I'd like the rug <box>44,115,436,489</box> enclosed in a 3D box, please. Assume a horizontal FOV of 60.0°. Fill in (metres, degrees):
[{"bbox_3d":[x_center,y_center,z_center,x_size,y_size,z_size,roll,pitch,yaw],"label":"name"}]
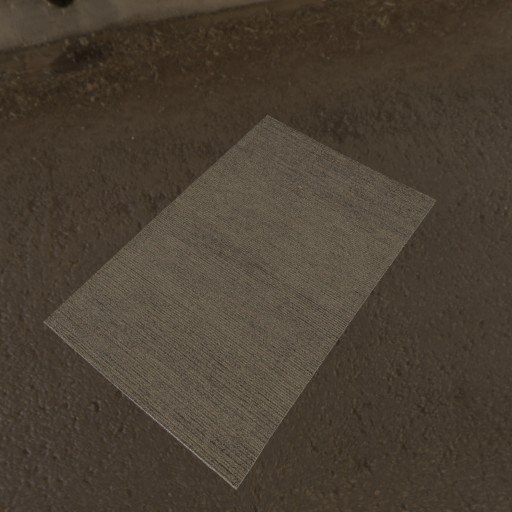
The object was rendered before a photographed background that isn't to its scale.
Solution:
[{"bbox_3d":[0.000,0.000,2.245,1.149,0.021,1.773,33,64,18],"label":"rug"}]
